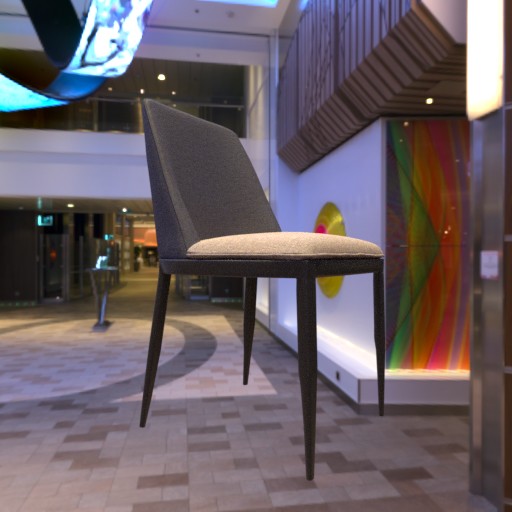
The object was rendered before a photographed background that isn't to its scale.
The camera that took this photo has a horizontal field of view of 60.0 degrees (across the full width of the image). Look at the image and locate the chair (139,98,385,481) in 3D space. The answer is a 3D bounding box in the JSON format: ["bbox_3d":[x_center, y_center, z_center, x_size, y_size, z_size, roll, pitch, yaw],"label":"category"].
[{"bbox_3d":[0.000,0.000,1.148,0.551,0.839,0.480,0,0,35],"label":"chair"}]
